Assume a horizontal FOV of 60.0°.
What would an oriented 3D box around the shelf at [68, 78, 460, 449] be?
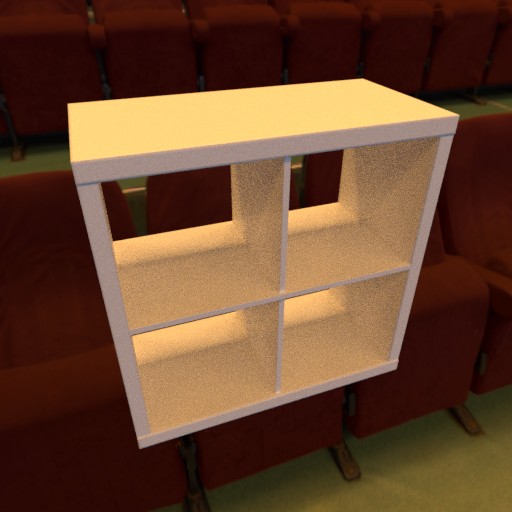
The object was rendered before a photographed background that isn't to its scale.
[{"bbox_3d":[0.000,0.000,1.208,0.790,0.786,0.390,-11,35,-17],"label":"shelf"}]
